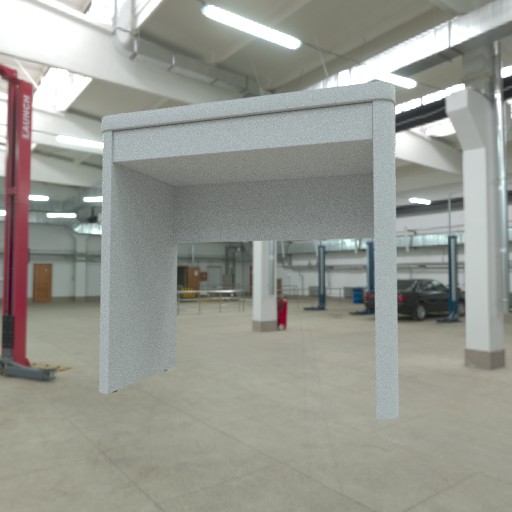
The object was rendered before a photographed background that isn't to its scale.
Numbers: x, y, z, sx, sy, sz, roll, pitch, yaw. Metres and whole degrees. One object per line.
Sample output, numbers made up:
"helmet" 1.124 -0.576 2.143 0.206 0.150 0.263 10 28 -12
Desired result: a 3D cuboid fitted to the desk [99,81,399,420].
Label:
"desk" 0.000 0.000 1.301 0.790 0.760 0.446 -1 -3 17
